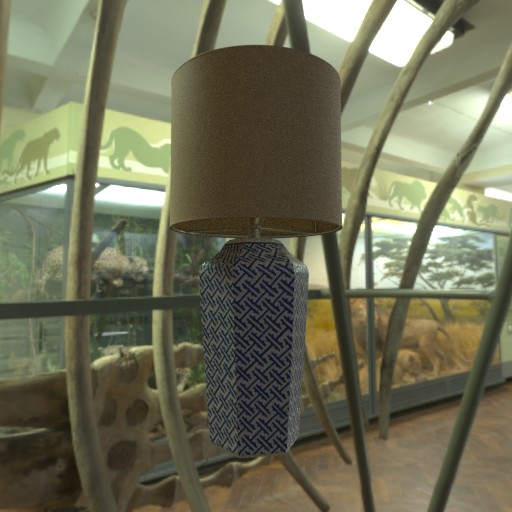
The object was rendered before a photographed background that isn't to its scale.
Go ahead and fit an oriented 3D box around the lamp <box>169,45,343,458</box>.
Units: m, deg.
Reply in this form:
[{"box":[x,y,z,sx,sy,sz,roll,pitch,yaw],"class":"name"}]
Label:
[{"box":[0.000,0.000,0.831,0.320,0.682,0.320,3,-4,-36],"class":"lamp"}]
